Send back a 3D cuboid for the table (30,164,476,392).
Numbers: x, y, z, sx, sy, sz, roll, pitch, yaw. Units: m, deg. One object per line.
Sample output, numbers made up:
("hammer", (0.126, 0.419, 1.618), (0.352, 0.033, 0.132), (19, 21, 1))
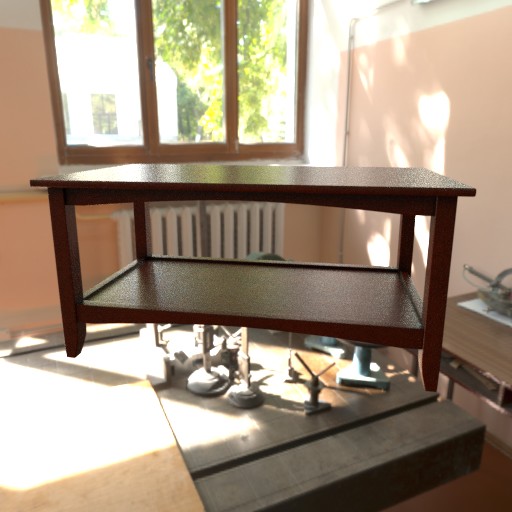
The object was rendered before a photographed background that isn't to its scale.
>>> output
("table", (0.000, 0.000, 1.229), (0.943, 0.456, 0.533), (3, 16, 10))
